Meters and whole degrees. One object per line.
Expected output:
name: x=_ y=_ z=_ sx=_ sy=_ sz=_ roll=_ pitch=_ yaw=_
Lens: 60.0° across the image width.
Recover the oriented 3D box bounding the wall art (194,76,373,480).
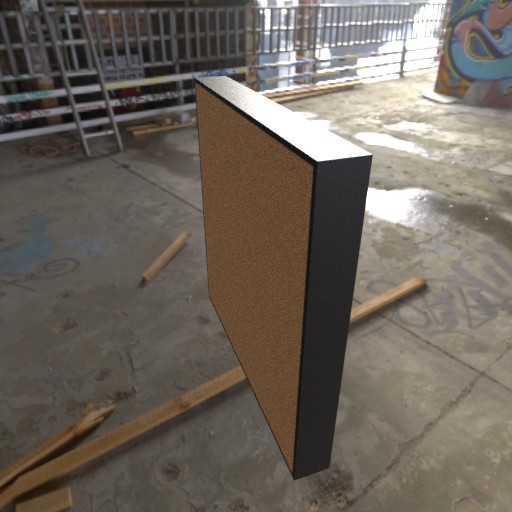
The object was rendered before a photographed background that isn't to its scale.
wall art: x=0.000 y=0.000 z=0.457 sx=0.037 sy=0.303 sz=0.304 roll=-11 pitch=32 yaw=-17
